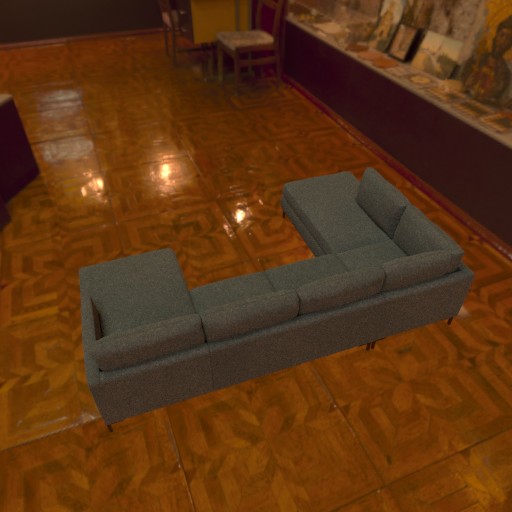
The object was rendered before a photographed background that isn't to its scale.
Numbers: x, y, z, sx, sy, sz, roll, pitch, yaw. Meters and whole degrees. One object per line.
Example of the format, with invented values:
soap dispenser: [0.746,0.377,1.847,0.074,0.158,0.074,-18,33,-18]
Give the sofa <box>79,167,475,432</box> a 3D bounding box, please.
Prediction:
sofa: [0.000,0.000,3.884,2.956,0.813,2.007,-13,43,-15]
